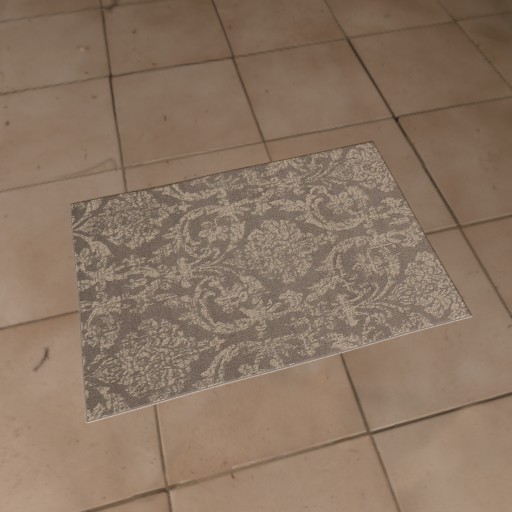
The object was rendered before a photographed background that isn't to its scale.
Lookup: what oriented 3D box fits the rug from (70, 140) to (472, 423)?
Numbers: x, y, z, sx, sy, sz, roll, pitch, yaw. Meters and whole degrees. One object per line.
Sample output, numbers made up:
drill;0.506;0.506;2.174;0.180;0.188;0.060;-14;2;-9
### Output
rug;0.000;0.000;2.298;1.824;0.012;1.206;-13;60;-8
